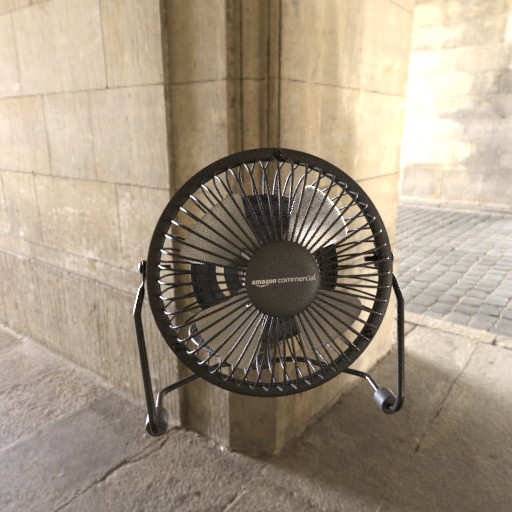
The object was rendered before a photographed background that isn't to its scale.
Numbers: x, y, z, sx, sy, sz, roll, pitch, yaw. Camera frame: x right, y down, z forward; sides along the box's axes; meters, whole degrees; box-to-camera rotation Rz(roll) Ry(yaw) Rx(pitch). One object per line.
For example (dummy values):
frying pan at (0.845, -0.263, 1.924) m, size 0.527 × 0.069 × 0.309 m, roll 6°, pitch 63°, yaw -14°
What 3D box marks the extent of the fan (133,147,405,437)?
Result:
fan at (0.000, 0.000, 0.311) m, size 0.153 × 0.152 × 0.202 m, roll -2°, pitch 16°, yaw -8°
